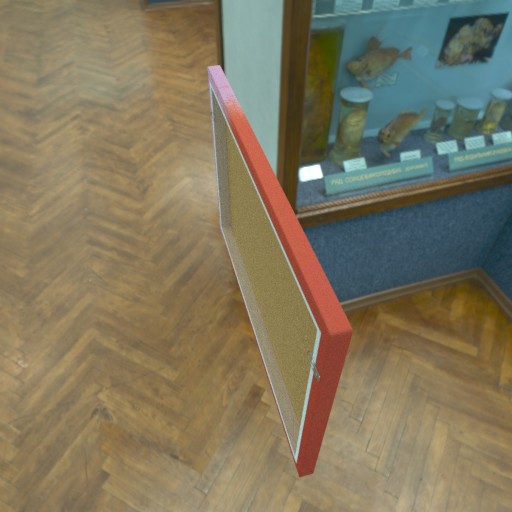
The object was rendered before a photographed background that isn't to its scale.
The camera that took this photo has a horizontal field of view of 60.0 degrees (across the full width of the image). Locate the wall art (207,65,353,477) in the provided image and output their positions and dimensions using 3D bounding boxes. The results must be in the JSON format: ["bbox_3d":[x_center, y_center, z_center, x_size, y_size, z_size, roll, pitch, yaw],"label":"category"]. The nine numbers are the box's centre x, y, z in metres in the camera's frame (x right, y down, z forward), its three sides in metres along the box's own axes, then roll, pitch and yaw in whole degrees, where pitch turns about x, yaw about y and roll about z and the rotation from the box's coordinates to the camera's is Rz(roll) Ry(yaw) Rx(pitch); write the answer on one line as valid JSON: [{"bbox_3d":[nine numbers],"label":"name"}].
[{"bbox_3d":[0.000,0.000,1.146,0.040,0.609,0.913,-11,47,-10],"label":"wall art"}]
